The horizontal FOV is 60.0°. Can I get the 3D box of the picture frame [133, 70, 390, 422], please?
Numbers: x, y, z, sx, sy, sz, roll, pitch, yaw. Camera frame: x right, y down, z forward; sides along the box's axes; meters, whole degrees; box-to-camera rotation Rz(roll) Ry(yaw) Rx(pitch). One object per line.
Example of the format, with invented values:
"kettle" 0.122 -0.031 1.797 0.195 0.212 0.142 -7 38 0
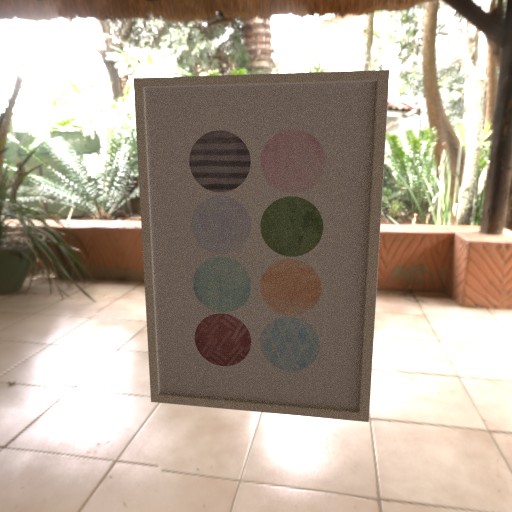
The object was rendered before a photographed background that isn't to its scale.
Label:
"picture frame" 0.000 0.000 0.855 0.457 0.657 0.013 2 12 9
